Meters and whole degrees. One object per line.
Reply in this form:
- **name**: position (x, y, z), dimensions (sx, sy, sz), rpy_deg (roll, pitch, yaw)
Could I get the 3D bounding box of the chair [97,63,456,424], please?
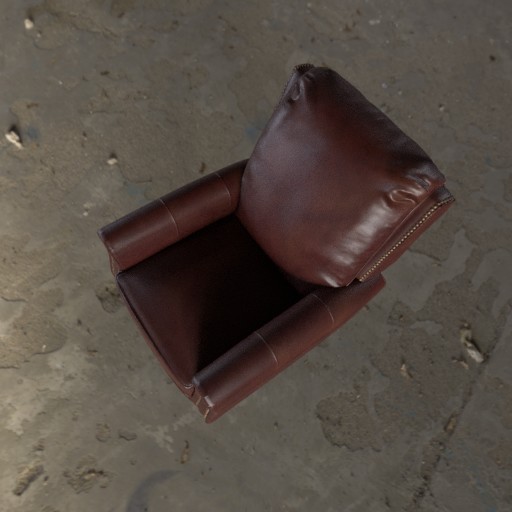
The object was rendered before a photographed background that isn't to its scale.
- **chair**: position (0.000, 0.000, 1.773), dimensions (1.089, 1.022, 0.826), rpy_deg (-32, 69, -14)
